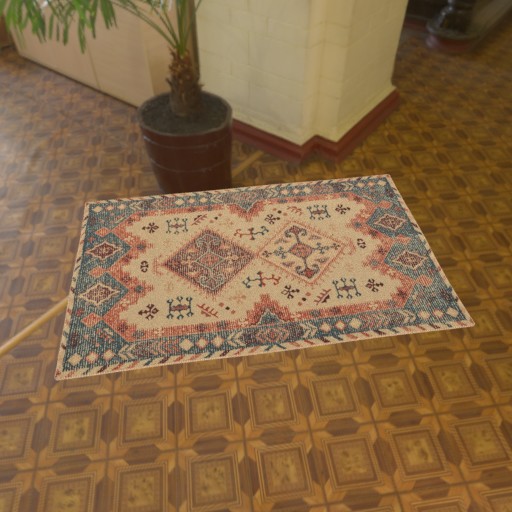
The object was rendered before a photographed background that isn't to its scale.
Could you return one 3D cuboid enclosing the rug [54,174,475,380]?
[{"bbox_3d":[0.000,0.000,3.065,2.464,0.023,1.521,-6,47,-6],"label":"rug"}]
